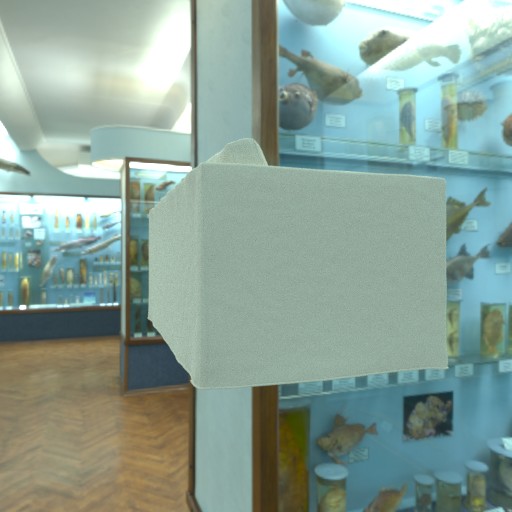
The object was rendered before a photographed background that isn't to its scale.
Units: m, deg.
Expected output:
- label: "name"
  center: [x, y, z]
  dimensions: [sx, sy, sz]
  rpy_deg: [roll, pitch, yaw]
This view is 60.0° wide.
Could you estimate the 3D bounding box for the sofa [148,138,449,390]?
- label: "sofa"
  center: [0.000, 0.000, 2.313]
  dimensions: [0.962, 0.834, 1.746]
  rpy_deg: [0, 0, -19]
